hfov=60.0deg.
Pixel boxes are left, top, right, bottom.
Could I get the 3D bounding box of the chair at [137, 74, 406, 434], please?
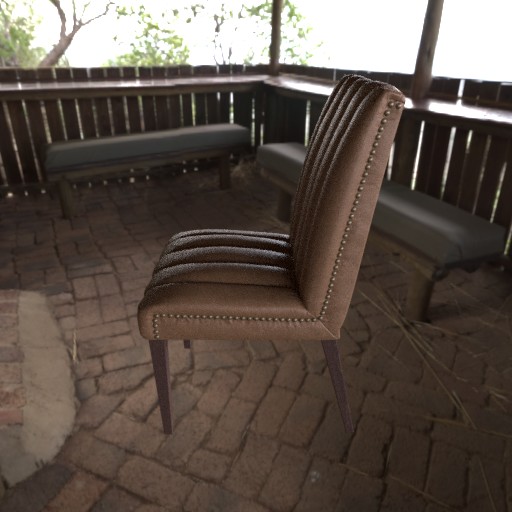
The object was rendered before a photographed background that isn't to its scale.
[{"bbox_3d":[0.000,0.000,1.363,0.647,1.016,0.511,0,26,0],"label":"chair"}]
